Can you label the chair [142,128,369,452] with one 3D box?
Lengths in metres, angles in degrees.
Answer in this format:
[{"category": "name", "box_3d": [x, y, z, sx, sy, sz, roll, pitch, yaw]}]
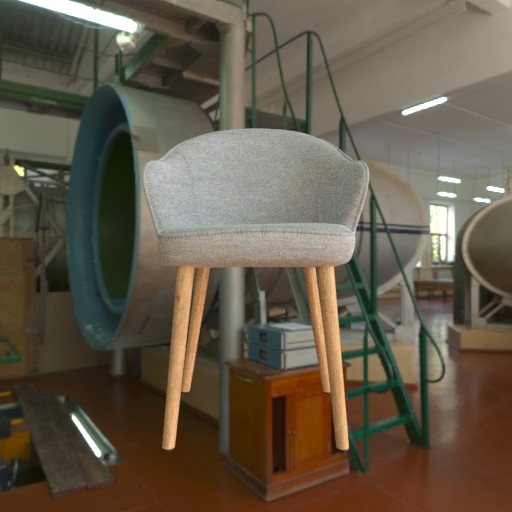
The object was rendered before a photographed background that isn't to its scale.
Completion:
[{"category": "chair", "box_3d": [0.000, 0.000, 1.139, 0.540, 0.800, 0.530, 0, 0, 0]}]
